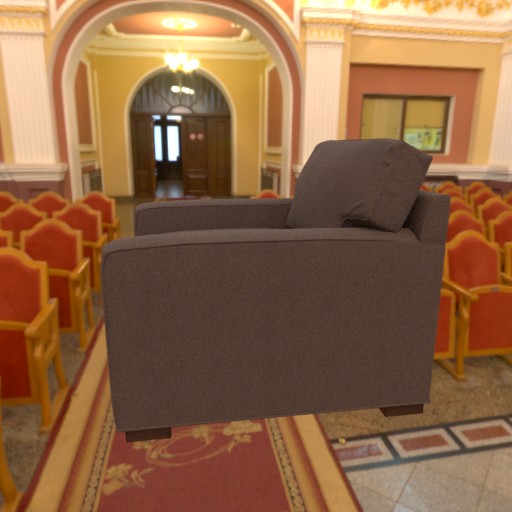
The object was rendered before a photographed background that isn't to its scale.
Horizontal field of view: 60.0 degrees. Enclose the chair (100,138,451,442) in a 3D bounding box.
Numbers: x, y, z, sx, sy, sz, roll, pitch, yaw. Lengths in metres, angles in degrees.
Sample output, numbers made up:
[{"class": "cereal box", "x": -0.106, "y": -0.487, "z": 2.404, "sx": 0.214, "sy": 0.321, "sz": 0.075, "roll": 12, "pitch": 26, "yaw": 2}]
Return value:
[{"class": "chair", "x": 0.000, "y": 0.000, "z": 1.788, "sx": 1.043, "sy": 0.913, "sz": 0.997, "roll": -2, "pitch": 14, "yaw": -8}]
